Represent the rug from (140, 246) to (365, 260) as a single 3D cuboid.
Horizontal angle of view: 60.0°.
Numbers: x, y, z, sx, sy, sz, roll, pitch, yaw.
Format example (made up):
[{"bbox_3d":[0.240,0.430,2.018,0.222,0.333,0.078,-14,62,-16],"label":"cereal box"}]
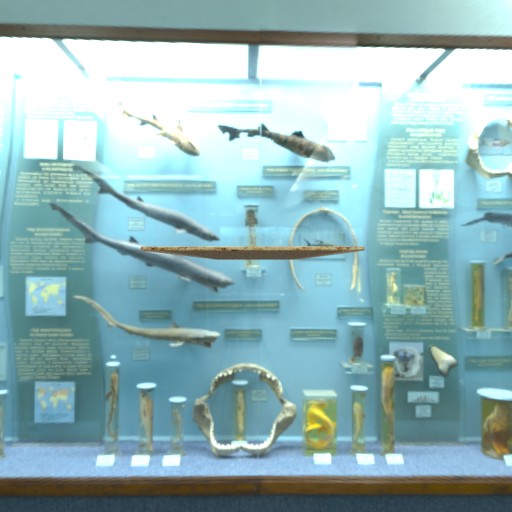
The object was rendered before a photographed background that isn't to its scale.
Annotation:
[{"bbox_3d":[0.000,0.000,2.453,0.680,0.014,2.237,0,-1,1],"label":"rug"}]
